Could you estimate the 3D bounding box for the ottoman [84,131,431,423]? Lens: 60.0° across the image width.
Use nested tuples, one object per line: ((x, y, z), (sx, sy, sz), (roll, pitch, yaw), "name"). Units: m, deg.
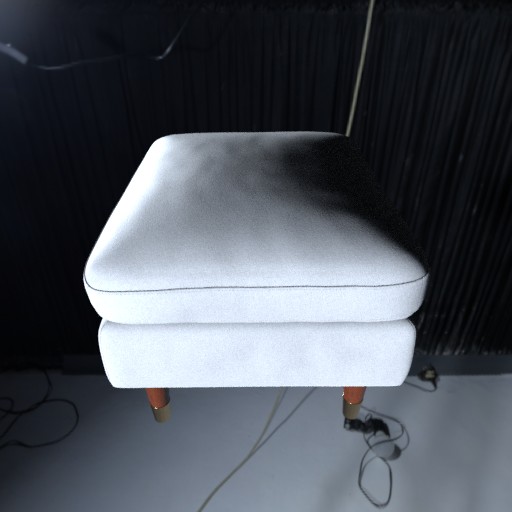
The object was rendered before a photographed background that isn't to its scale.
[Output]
((0.000, 0.000, 1.092), (0.593, 0.478, 0.747), (-1, 33, -1), "ottoman")
